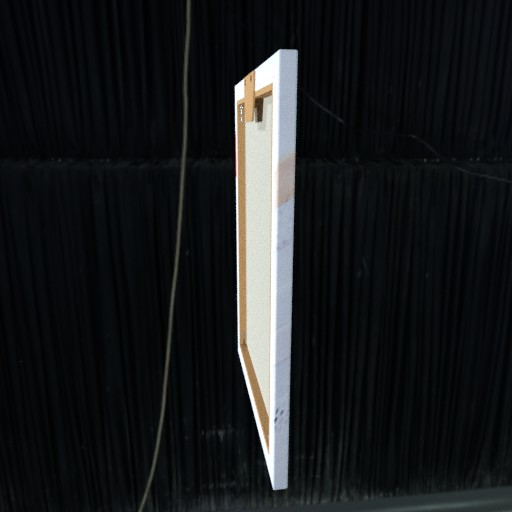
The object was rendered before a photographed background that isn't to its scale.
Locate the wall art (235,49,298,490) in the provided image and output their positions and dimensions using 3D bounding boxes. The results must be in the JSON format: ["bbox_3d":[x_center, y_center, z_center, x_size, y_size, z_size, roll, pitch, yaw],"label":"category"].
[{"bbox_3d":[0.000,0.000,1.104,0.036,0.848,0.613,-3,16,-9],"label":"wall art"}]
